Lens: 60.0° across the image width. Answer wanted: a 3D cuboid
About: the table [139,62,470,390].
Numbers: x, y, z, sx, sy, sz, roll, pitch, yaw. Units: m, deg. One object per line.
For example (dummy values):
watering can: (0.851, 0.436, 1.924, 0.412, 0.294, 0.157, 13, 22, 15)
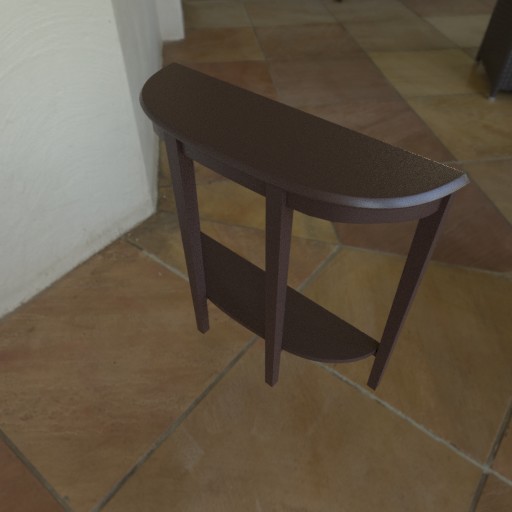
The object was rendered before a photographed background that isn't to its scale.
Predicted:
table: (0.000, 0.000, 1.313, 0.909, 0.831, 0.274, 31, 52, 28)
